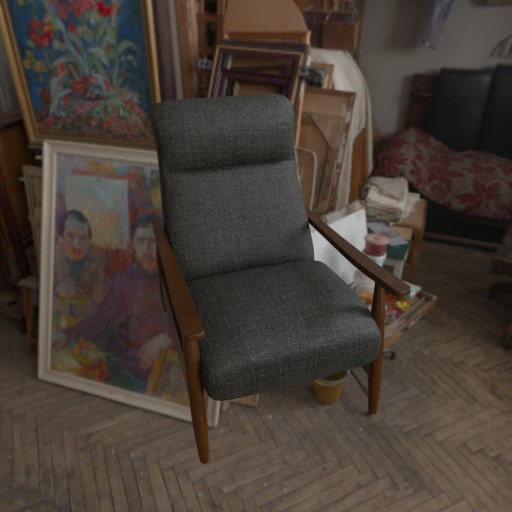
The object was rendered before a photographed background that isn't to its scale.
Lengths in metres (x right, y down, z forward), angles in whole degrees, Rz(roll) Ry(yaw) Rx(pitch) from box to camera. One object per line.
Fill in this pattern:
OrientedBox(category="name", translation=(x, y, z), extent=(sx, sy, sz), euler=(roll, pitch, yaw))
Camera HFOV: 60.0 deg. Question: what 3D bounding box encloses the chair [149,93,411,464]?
OrientedBox(category="chair", translation=(0.000, 0.000, 1.818), extent=(0.762, 1.082, 1.014), euler=(-10, 32, -16))
